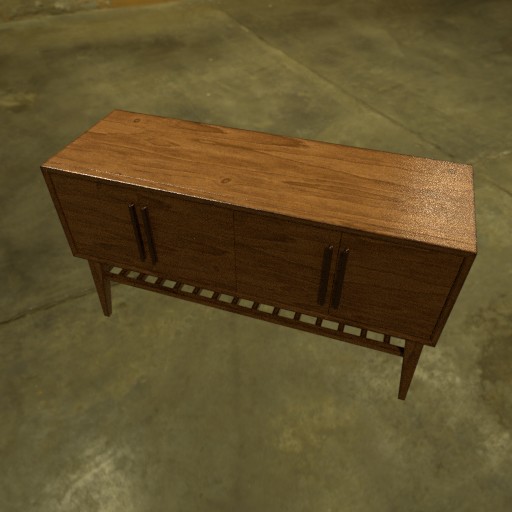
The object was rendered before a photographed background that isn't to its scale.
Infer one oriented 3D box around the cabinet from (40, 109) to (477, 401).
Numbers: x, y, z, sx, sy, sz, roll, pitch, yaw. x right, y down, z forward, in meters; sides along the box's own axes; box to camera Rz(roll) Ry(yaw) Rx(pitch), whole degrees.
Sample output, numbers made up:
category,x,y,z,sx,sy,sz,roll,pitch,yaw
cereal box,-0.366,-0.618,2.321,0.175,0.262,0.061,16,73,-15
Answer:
category,x,y,z,sx,sy,sz,roll,pitch,yaw
cabinet,0.000,0.000,1.738,1.363,0.802,0.477,13,44,14
